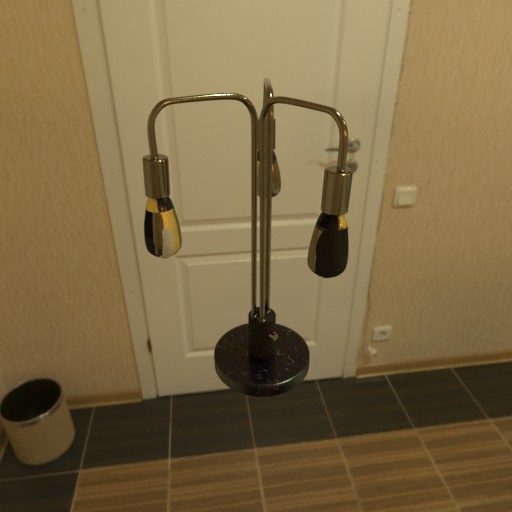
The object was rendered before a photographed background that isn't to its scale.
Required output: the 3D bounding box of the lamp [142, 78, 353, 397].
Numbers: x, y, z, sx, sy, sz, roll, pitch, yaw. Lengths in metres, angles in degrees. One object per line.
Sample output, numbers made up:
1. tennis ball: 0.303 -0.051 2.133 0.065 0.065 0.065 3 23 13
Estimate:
1. lamp: 0.000 0.000 0.804 0.355 0.560 0.368 -21 35 -32
